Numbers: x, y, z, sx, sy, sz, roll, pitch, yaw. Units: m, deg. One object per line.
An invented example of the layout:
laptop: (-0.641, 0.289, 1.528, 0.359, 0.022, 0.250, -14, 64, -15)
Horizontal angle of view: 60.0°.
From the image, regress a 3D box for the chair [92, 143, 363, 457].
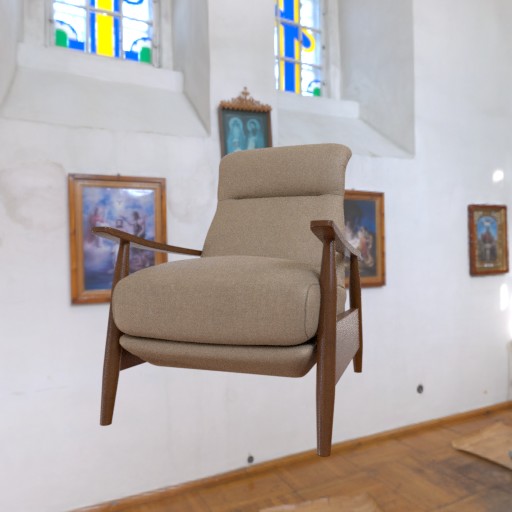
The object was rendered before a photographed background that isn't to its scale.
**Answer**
chair: (0.000, 0.000, 1.761, 0.762, 1.082, 1.030, 0, -1, 18)
